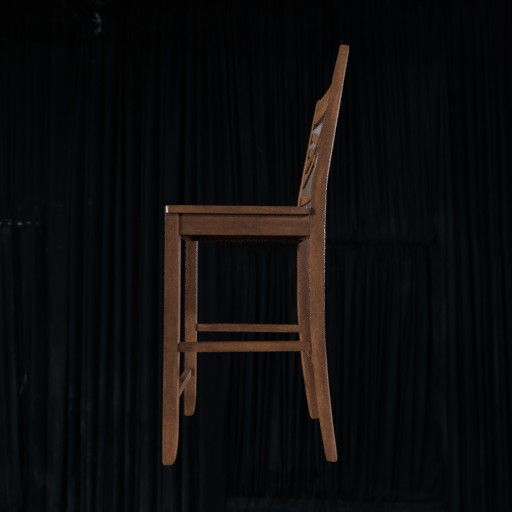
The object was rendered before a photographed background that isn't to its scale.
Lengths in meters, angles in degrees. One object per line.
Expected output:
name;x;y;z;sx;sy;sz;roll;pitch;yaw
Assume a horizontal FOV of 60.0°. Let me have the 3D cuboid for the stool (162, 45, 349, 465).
stool;0.000;0.000;1.355;0.504;1.098;0.426;0;-1;0
